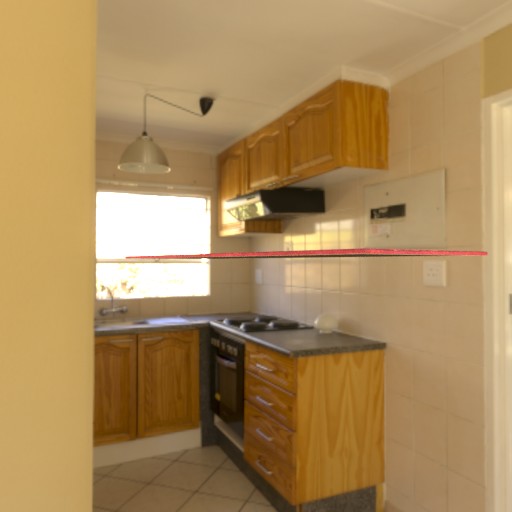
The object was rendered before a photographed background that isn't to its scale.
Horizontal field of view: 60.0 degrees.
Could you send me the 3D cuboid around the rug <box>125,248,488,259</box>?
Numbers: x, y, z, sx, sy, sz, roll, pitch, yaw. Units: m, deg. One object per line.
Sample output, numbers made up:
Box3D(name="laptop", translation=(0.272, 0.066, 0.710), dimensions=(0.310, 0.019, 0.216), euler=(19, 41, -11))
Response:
Box3D(name="rug", translation=(0.000, 0.000, 2.734), dimensions=(0.813, 0.018, 2.439), euler=(1, -1, -35))
